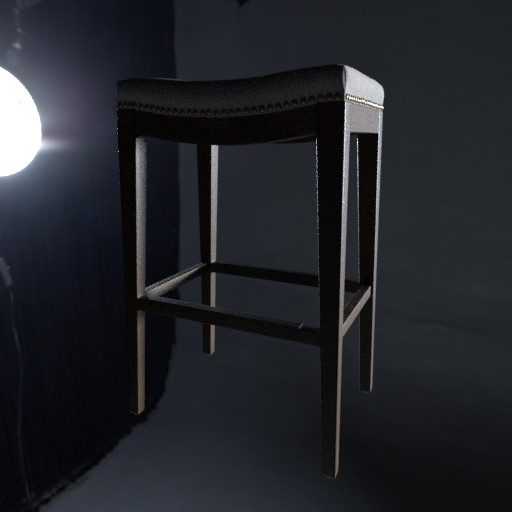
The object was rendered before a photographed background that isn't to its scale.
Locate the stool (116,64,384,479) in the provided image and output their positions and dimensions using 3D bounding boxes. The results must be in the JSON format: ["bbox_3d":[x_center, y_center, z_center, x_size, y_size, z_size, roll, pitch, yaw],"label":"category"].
[{"bbox_3d":[0.000,0.000,1.021,0.508,0.762,0.356,7,17,25],"label":"stool"}]
